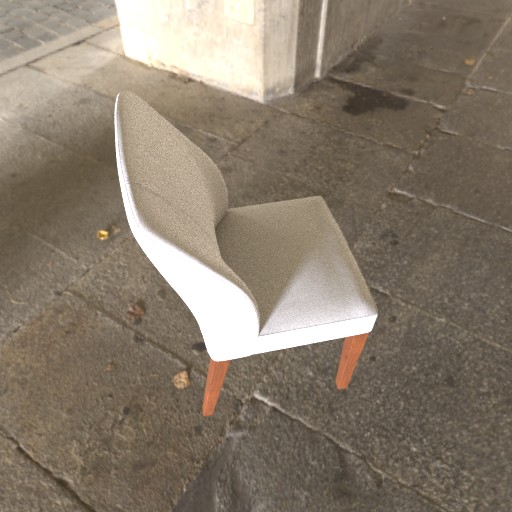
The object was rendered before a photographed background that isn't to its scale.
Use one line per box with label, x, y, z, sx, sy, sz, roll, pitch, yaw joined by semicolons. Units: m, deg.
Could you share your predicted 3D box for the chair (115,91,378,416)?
chair;0.000;0.000;1.186;0.540;0.893;0.472;-9;48;-8
